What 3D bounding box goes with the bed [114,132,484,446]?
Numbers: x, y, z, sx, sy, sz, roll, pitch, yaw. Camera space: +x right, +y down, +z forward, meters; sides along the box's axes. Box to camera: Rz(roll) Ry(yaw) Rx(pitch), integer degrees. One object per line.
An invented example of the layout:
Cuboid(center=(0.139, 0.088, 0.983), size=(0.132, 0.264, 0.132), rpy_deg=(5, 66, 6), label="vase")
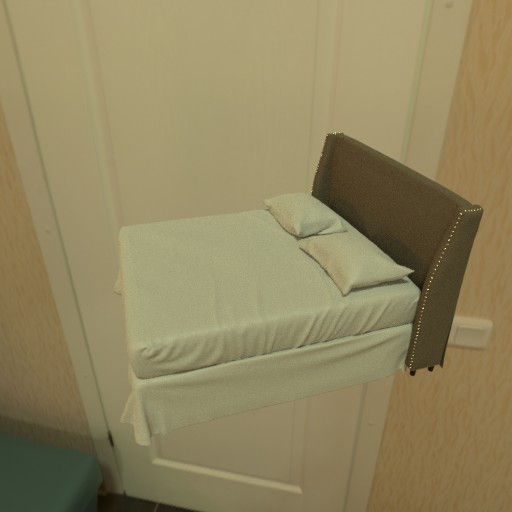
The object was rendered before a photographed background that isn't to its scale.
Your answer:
Cuboid(center=(0.000, 0.000, 3.434), size=(2.276, 1.332, 1.925), rpy_deg=(-9, 31, -15), label="bed")
